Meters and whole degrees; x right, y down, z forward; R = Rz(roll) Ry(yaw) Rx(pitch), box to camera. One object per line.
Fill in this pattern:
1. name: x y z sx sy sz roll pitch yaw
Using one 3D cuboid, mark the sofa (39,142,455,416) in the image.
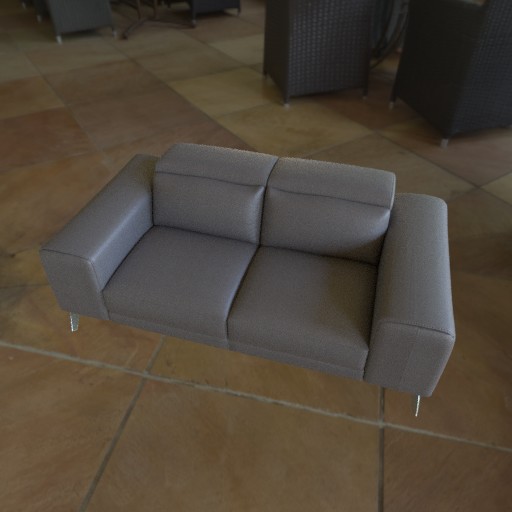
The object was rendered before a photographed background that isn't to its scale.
1. sofa: 0.000 0.000 2.414 1.930 0.753 1.024 11 42 12
